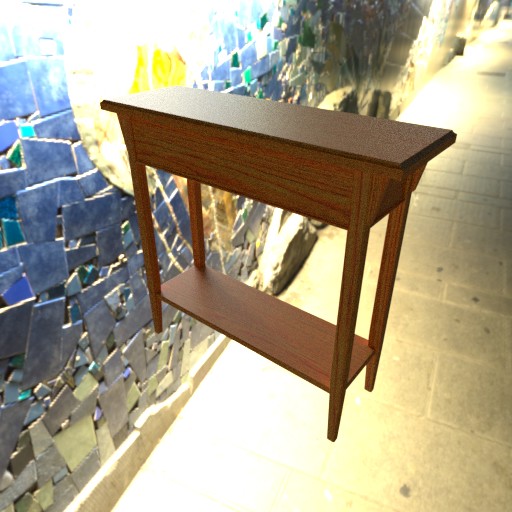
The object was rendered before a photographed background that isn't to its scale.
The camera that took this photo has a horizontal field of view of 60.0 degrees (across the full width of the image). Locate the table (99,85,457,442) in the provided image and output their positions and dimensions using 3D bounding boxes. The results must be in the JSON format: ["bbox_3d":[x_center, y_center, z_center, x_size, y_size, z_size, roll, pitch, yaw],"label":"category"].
[{"bbox_3d":[0.000,0.000,1.127,0.762,0.711,0.254,22,37,32],"label":"table"}]
